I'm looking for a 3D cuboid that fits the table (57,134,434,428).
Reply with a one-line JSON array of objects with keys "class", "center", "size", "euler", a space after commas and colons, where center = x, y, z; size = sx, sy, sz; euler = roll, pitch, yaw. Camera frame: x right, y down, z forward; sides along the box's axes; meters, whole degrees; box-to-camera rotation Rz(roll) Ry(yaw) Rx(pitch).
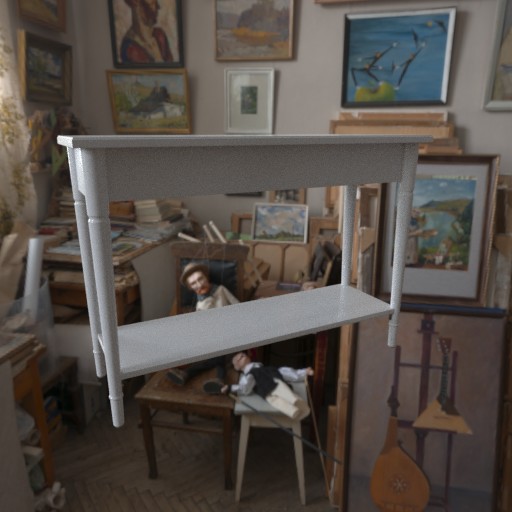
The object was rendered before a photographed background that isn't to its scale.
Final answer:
[{"class": "table", "center": [0.000, 0.000, 1.426], "size": [1.067, 0.749, 0.381], "euler": [-8, 18, -26]}]
